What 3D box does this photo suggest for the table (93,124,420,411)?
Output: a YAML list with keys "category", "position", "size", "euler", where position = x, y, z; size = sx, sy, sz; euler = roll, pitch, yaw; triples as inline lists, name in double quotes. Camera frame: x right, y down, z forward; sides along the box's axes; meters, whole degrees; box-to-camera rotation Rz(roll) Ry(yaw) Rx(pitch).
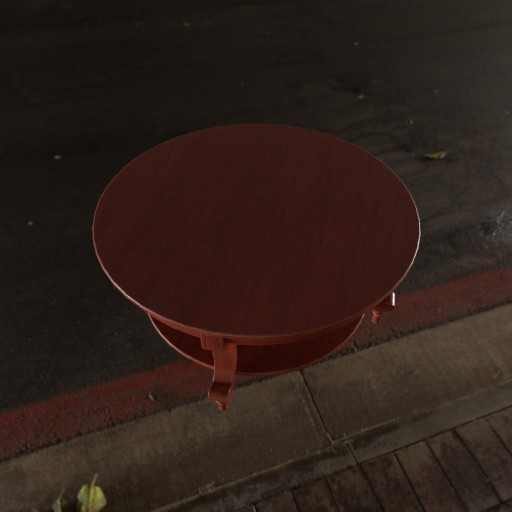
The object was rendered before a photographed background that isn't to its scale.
- category: "table"
  position: [0.000, 0.000, 1.601]
  size: [1.029, 0.486, 1.029]
  euler: [0, 45, 0]
